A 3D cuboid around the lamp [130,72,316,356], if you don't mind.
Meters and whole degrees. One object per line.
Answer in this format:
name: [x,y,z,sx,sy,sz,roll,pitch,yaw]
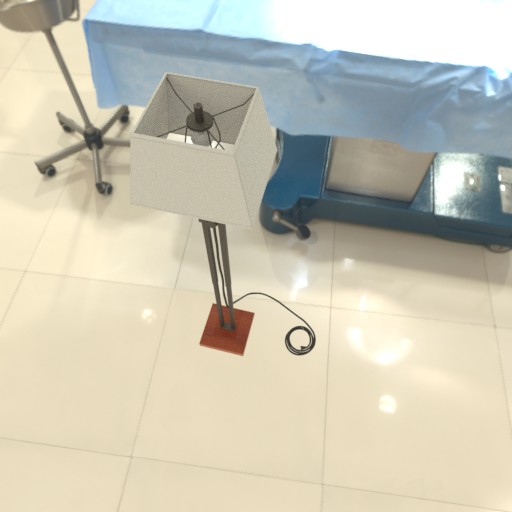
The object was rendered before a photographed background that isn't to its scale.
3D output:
lamp: [0.000,0.000,2.009,0.745,1.712,0.472,12,59,7]
